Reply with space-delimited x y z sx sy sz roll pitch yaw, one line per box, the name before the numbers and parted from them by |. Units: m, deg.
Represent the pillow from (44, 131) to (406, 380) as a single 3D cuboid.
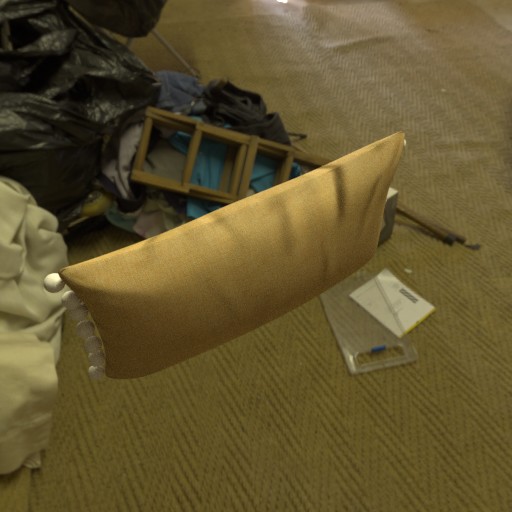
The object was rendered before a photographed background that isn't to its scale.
pillow | 0.000 0.000 0.837 0.709 0.322 0.201 -24 51 -21
